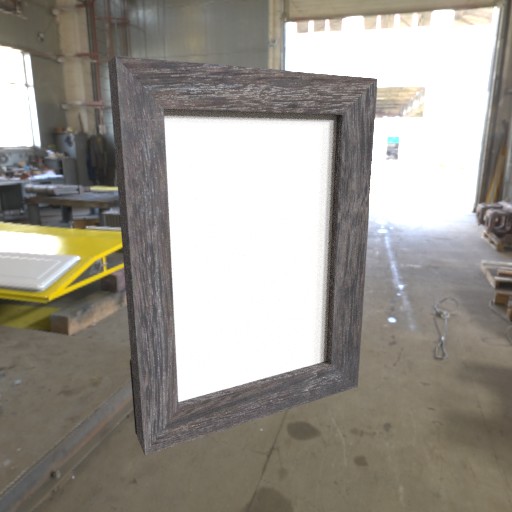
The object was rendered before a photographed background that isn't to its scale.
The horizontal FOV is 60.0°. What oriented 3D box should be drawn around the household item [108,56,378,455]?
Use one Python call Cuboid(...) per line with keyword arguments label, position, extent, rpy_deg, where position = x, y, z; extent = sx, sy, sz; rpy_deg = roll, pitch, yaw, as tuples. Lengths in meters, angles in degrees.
Cuboid(label="household item", position=(0.000, 0.000, 0.232), extent=(0.133, 0.180, 0.020), rpy_deg=(-8, 16, -27))
